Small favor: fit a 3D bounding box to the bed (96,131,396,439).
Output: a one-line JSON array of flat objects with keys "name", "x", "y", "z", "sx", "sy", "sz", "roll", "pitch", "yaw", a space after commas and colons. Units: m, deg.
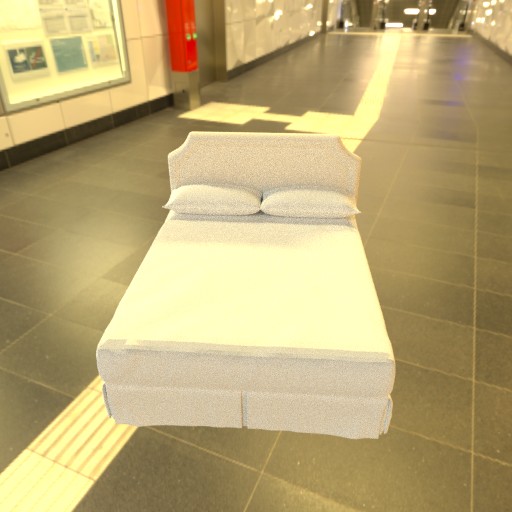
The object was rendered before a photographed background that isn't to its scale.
[{"name": "bed", "x": 0.000, "y": 0.000, "z": 3.950, "sx": 2.134, "sy": 1.524, "sz": 2.548, "roll": 2, "pitch": 31, "yaw": 3}]
